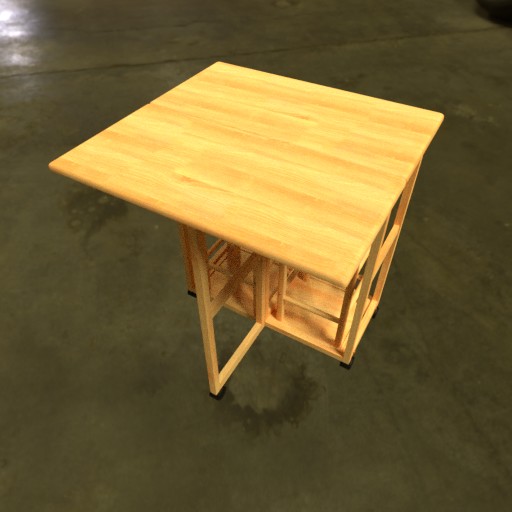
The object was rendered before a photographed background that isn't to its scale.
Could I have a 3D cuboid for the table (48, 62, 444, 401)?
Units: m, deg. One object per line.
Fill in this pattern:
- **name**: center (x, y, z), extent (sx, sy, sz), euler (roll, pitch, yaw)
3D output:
- **table**: center (0.000, 0.000, 1.378), extent (0.752, 0.832, 0.693), euler (22, 49, 21)
